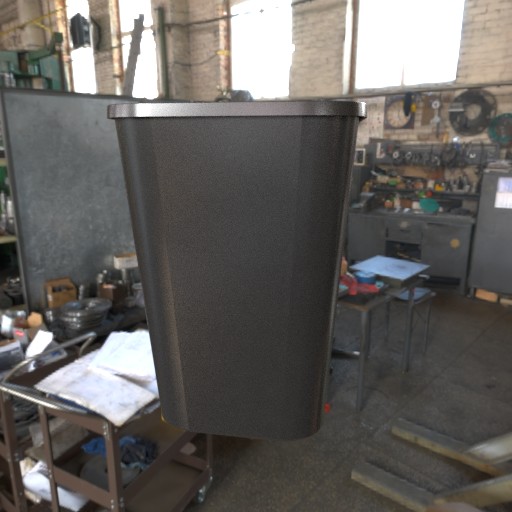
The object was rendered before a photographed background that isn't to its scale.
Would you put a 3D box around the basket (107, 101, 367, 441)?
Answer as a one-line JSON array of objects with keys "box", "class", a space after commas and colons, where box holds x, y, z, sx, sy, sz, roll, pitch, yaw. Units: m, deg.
[{"box": [0.000, 0.000, 0.501, 0.211, 0.307, 0.300, 2, 15, 9], "class": "basket"}]
